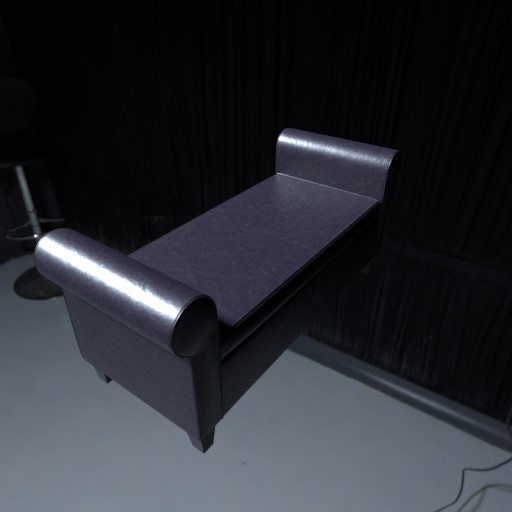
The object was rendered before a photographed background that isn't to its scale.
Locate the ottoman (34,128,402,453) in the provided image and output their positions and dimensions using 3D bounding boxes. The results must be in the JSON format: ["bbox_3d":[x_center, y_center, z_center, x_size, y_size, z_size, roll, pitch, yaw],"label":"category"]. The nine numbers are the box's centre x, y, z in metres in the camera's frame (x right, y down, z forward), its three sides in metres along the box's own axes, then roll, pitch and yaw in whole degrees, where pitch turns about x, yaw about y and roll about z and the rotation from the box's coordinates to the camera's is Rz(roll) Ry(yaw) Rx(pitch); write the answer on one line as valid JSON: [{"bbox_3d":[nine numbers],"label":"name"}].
[{"bbox_3d":[0.000,0.000,1.557,0.521,0.547,1.256,22,38,30],"label":"ottoman"}]
